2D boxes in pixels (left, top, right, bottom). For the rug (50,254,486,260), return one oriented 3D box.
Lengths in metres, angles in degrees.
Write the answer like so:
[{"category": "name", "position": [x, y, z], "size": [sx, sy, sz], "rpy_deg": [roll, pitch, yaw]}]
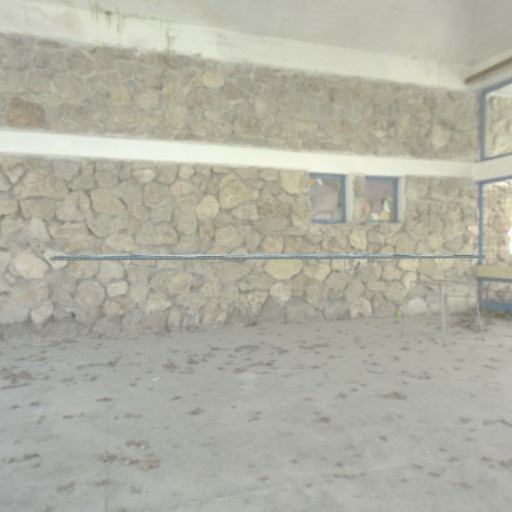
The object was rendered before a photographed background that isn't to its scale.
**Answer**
[{"category": "rug", "position": [0.000, 0.000, 2.334], "size": [1.829, 0.014, 1.235], "rpy_deg": [0, 1, -18]}]
